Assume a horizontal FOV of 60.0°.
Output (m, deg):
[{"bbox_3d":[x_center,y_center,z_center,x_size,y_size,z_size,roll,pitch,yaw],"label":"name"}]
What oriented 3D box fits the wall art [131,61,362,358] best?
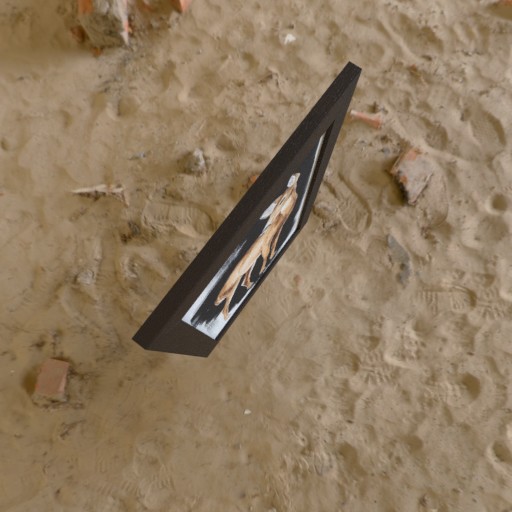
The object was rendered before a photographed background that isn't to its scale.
[{"bbox_3d":[0.000,0.000,0.683,0.017,0.513,0.359,35,79,8],"label":"wall art"}]
